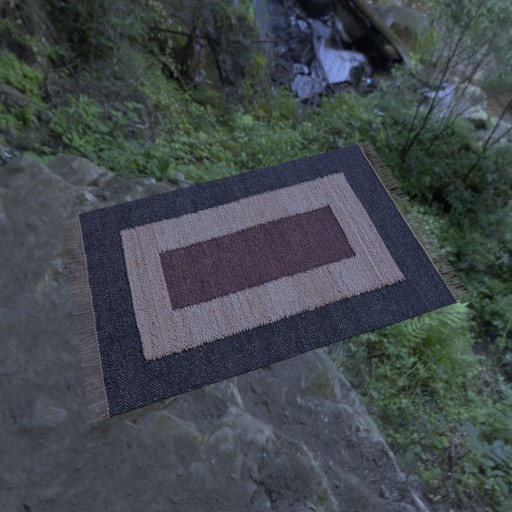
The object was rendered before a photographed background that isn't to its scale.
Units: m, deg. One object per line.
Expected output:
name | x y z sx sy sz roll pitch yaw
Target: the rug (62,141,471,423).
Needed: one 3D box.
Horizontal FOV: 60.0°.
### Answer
rug | 0.000 0.000 2.477 2.021 0.027 1.224 -16 60 -10
